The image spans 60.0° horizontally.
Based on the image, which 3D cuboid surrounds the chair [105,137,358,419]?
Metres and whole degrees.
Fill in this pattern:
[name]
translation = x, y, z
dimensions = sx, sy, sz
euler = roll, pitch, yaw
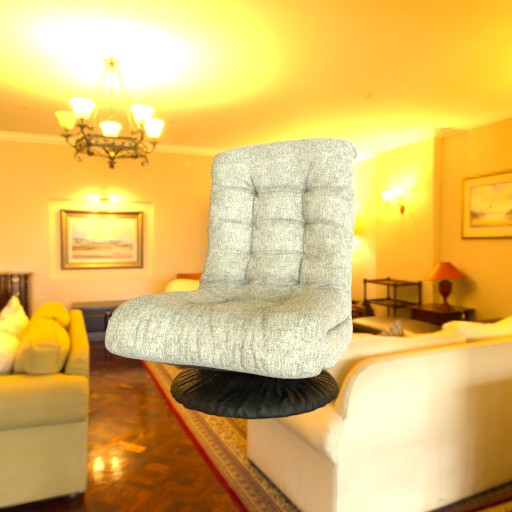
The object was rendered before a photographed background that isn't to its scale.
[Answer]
[chair]
translation = 0.000, 0.000, 0.977
dimensions = 0.400, 0.600, 0.583
euler = 1, 2, 19
